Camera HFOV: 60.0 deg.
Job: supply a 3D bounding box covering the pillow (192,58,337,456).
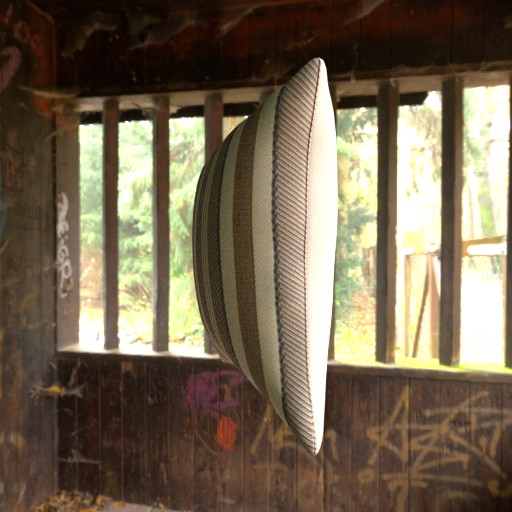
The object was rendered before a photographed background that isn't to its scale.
[{"bbox_3d":[0.000,0.000,0.635,0.173,0.401,0.416,0,1,-17],"label":"pillow"}]
